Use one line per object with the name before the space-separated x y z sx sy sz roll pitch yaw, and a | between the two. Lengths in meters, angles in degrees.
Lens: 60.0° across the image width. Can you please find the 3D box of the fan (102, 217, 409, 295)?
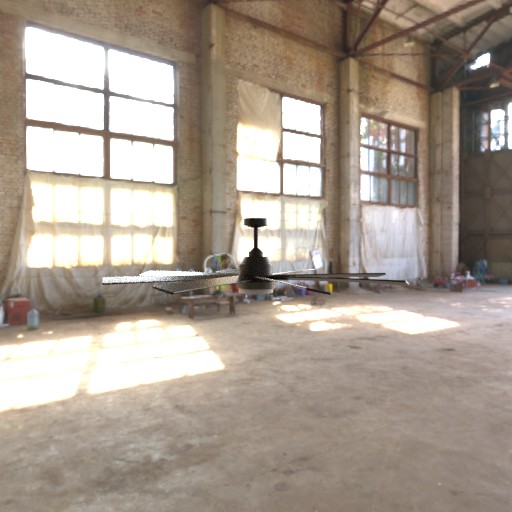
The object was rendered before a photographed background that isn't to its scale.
fan | 0.000 0.000 2.790 1.830 0.472 1.830 0 1 -18
